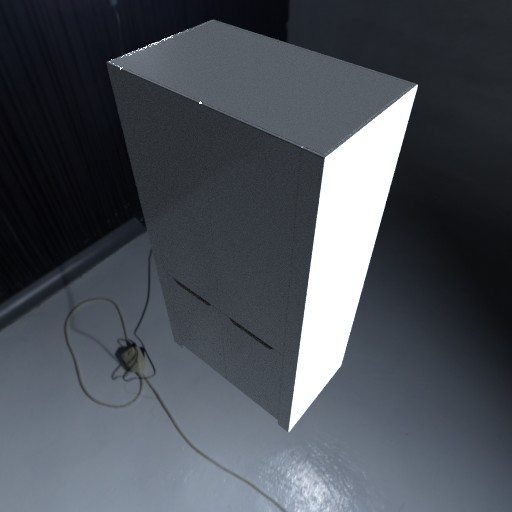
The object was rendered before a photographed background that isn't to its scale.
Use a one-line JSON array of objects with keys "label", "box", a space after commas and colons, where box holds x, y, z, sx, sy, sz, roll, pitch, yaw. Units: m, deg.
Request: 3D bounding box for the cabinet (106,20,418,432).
[{"label": "cabinet", "box": [0.000, 0.000, 2.297, 0.980, 1.920, 0.580, 31, 54, 26]}]
